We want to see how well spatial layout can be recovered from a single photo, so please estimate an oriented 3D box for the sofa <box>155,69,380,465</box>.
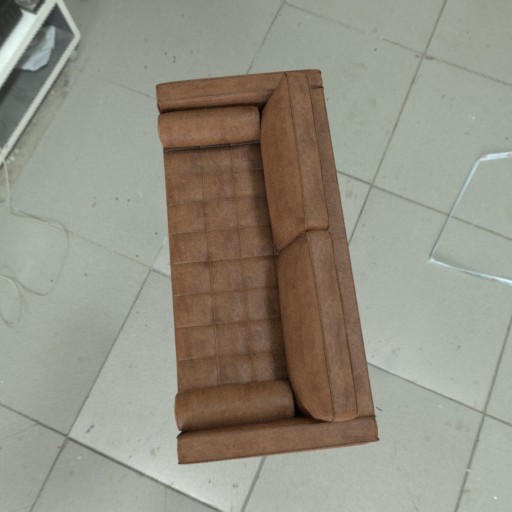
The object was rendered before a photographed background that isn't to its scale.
[{"bbox_3d":[0.000,0.000,2.353,0.924,0.825,1.920,-6,77,-1],"label":"sofa"}]
